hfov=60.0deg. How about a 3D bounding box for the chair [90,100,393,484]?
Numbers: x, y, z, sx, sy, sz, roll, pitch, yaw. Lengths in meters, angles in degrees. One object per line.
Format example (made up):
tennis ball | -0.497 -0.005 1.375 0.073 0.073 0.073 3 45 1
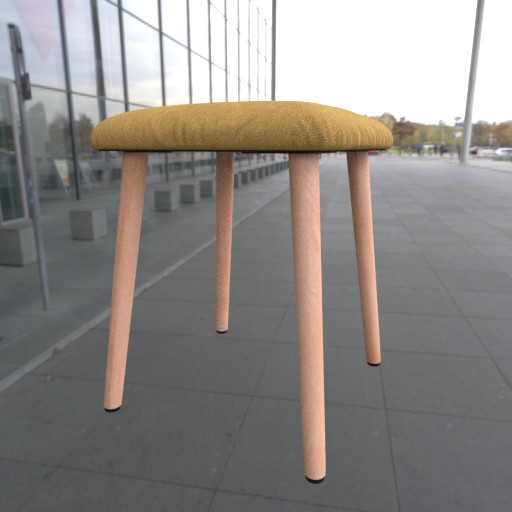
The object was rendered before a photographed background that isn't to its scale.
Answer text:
chair | 0.000 0.000 0.684 0.350 0.440 0.350 7 15 26
